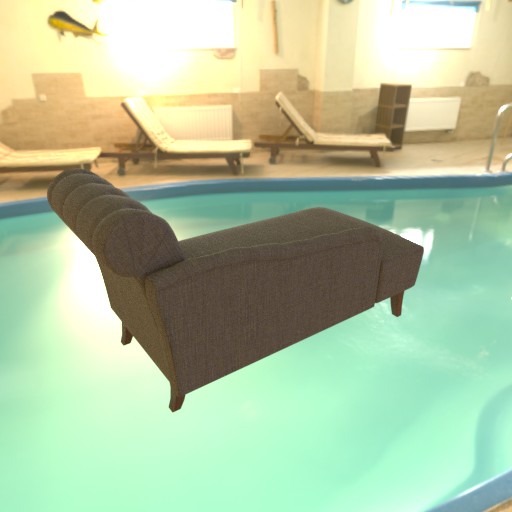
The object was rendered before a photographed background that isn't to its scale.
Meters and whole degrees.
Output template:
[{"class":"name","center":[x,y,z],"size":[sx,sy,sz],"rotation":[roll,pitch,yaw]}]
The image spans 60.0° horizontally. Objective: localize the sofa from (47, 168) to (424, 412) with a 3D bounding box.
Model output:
[{"class":"sofa","center":[0.000,0.000,1.828],"size":[1.379,0.787,0.675],"rotation":[-17,30,-32]}]
